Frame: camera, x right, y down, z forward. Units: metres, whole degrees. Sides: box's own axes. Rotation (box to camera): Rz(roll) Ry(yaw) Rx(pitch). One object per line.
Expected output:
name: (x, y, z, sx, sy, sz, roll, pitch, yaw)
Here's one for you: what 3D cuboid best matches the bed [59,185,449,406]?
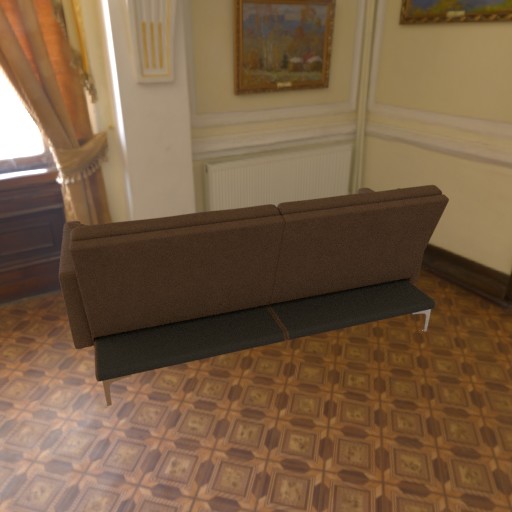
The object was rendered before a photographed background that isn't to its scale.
bed: (0.000, 0.000, 2.376, 1.905, 0.787, 0.889, -9, 28, -17)
